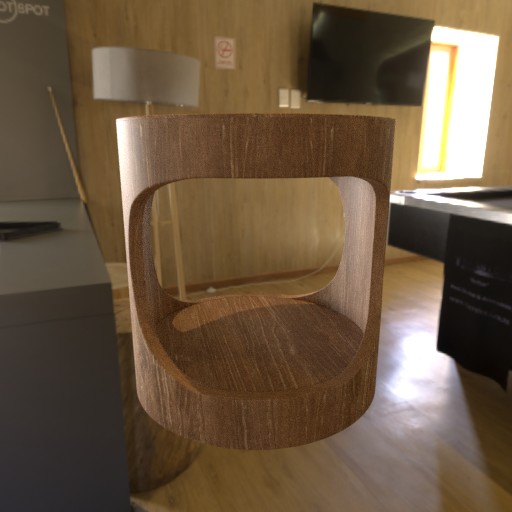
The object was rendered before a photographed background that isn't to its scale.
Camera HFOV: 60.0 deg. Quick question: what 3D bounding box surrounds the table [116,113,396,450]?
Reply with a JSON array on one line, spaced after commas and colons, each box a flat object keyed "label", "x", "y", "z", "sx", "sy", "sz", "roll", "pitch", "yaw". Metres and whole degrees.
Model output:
[{"label": "table", "x": 0.000, "y": 0.000, "z": 0.943, "sx": 0.527, "sy": 0.551, "sz": 0.527, "roll": 0, "pitch": 15, "yaw": 0}]
